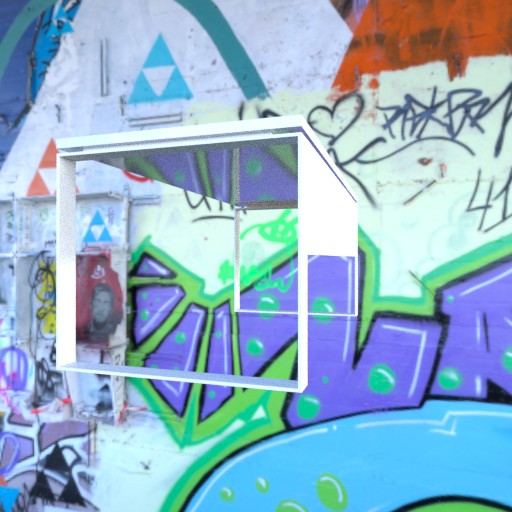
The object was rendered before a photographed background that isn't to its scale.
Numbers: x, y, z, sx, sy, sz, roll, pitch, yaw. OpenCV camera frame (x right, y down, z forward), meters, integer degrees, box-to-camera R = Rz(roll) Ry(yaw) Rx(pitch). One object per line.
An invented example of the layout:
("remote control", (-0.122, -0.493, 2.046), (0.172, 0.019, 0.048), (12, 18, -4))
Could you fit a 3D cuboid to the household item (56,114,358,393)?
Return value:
("household item", (0.000, 0.000, 2.109), (0.800, 0.745, 1.700), (0, 0, 18))
